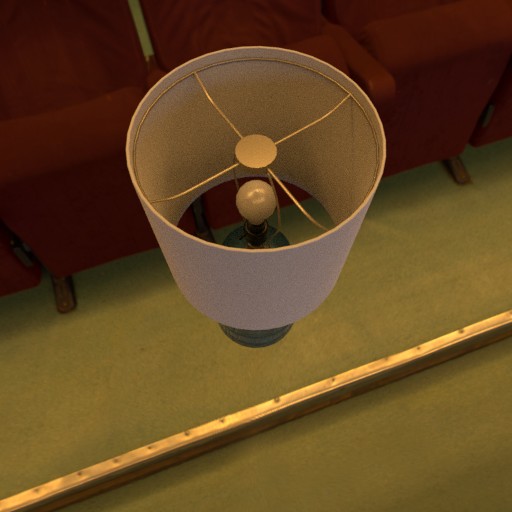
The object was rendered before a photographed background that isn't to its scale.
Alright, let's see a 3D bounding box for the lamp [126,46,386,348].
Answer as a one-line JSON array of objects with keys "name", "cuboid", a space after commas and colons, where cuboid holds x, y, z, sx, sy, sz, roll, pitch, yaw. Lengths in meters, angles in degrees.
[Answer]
[{"name": "lamp", "cuboid": [0.000, 0.000, 0.567, 0.211, 0.455, 0.211, -18, 66, -9]}]
